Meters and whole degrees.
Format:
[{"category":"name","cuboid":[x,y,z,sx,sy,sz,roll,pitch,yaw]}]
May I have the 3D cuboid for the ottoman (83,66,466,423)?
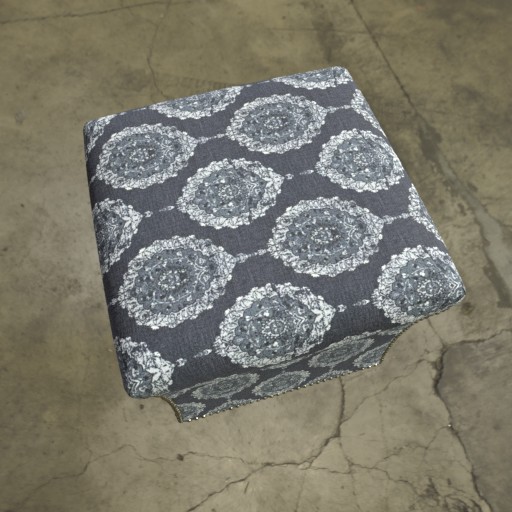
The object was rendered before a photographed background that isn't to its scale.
[{"category":"ottoman","cuboid":[0.000,0.000,0.871,0.507,0.475,0.497,-14,65,-7]}]
